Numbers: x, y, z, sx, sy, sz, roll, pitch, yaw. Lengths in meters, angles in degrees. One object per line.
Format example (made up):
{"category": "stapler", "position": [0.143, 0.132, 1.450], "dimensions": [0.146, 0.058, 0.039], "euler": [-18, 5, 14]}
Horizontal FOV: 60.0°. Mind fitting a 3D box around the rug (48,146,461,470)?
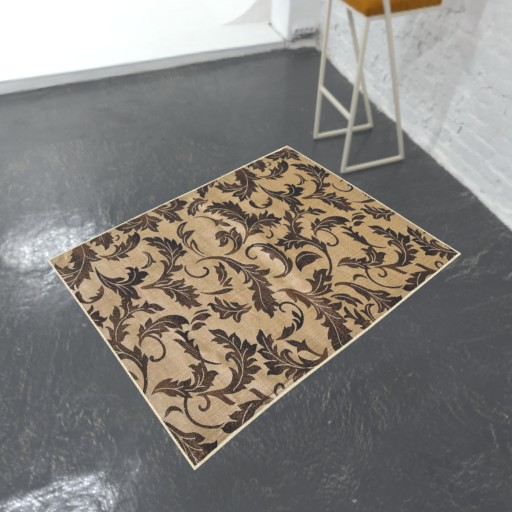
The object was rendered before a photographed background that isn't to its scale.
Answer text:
{"category": "rug", "position": [0.000, 0.000, 4.063], "dimensions": [2.977, 0.008, 2.380], "euler": [-31, 53, -26]}
